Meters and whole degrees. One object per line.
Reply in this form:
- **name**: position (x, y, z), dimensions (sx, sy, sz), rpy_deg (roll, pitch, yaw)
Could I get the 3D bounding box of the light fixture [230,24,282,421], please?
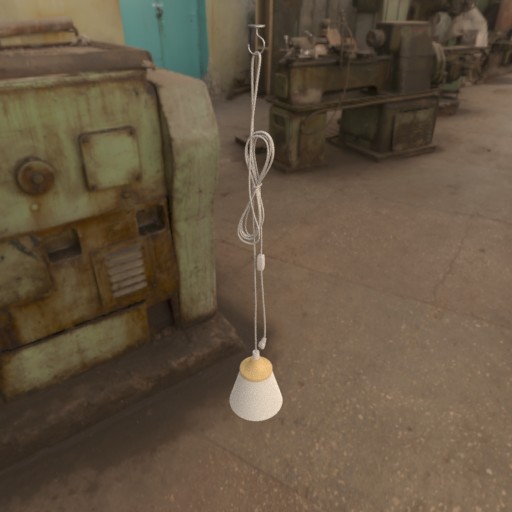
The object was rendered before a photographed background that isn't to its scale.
- **light fixture**: position (0.000, 0.000, 1.044), dimensions (0.153, 0.966, 0.153), rpy_deg (19, 35, 30)
